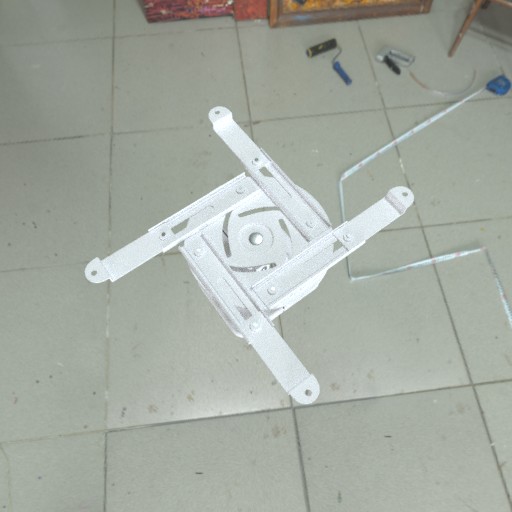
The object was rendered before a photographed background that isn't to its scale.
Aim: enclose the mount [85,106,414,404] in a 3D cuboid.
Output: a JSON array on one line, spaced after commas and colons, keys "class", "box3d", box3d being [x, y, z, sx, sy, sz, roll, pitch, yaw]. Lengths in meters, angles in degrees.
[{"class": "mount", "box3d": [0.000, 0.000, 0.611, 0.394, 0.141, 0.394, -34, 69, -14]}]
